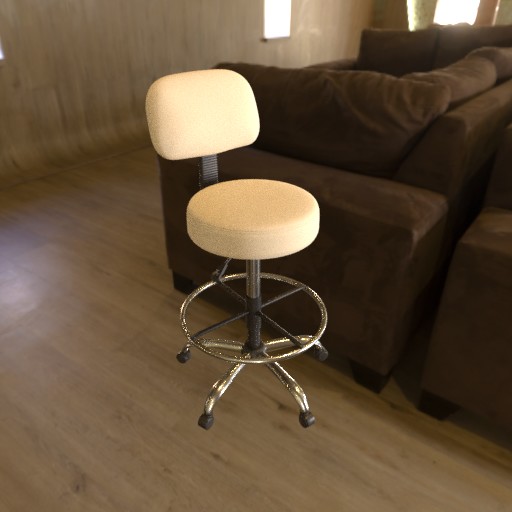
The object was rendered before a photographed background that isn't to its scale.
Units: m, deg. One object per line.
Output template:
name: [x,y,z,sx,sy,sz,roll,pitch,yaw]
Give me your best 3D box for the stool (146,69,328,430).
stool: [0.000,0.000,1.459,0.609,1.080,0.616,-21,35,-32]
